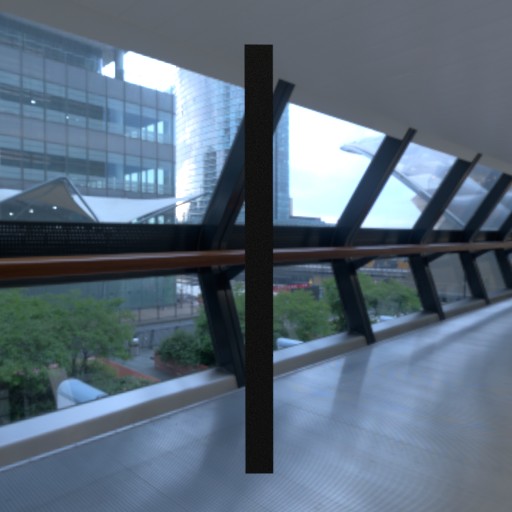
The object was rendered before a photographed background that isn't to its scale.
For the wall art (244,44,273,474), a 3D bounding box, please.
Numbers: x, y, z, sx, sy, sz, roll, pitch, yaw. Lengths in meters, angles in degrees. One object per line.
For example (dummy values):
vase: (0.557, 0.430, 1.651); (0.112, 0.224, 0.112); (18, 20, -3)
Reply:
wall art: (0.000, 0.000, 0.751); (0.031, 0.457, 0.558); (0, 1, -1)
